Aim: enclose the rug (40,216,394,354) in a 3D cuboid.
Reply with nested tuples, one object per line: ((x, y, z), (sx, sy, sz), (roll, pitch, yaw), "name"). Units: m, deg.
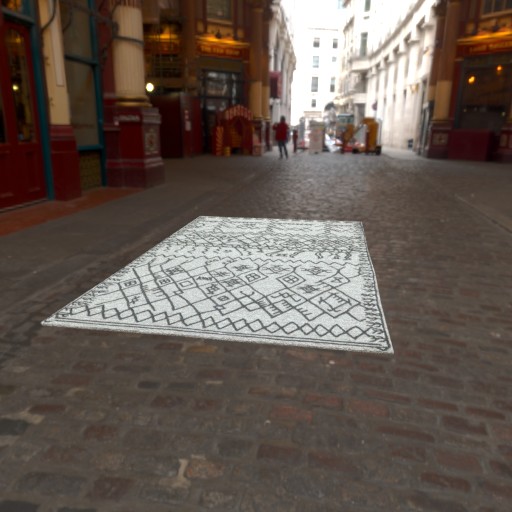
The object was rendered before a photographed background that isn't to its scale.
((0.000, 0.000, 4.701), (2.393, 0.019, 3.824), (3, 17, 10), "rug")
